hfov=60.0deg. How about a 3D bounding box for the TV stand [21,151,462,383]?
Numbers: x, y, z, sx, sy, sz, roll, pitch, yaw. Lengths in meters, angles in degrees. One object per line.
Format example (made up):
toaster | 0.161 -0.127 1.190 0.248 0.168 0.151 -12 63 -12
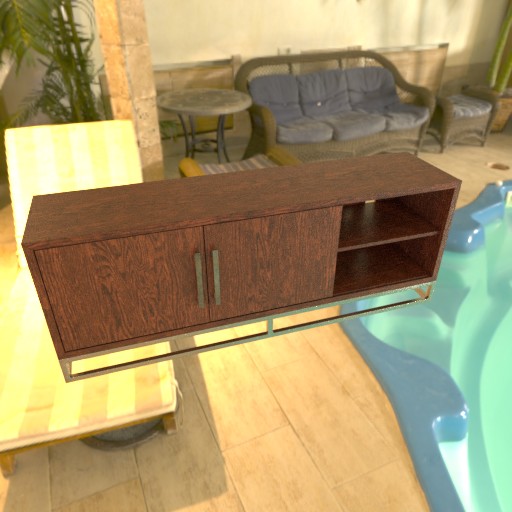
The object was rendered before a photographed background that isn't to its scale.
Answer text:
TV stand | 0.000 0.000 1.772 1.541 0.578 0.382 -10 33 -15
